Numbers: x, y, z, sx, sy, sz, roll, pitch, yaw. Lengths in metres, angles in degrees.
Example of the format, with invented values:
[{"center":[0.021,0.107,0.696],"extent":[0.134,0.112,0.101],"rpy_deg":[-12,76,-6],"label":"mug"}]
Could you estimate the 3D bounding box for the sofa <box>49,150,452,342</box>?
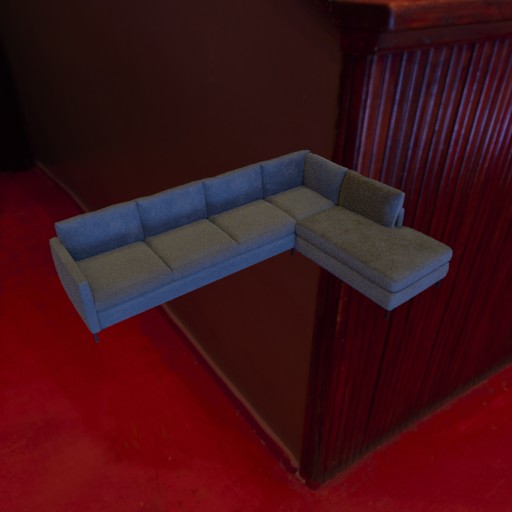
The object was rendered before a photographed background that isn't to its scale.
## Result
[{"center":[0.000,0.000,3.290],"extent":[2.486,0.687,1.707],"rpy_deg":[-23,40,-30],"label":"sofa"}]
